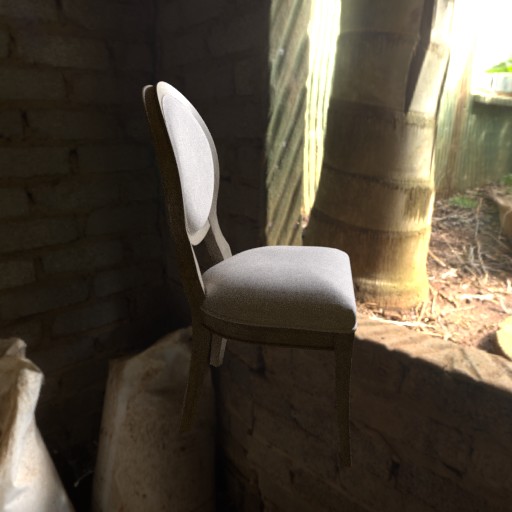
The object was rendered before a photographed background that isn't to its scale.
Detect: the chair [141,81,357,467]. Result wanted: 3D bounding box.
[{"bbox_3d":[0.000,0.000,1.338,0.602,0.990,0.558,3,17,9],"label":"chair"}]
